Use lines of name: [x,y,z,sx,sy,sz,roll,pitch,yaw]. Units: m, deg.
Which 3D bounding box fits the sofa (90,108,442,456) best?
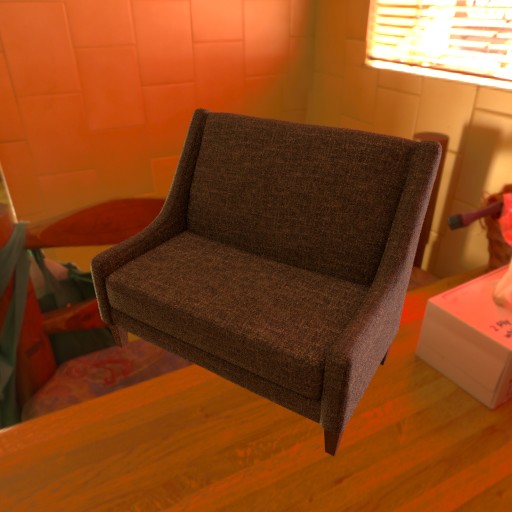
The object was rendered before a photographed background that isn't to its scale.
sofa: [0.000,0.000,1.961,1.242,1.021,0.870,17,34,28]
